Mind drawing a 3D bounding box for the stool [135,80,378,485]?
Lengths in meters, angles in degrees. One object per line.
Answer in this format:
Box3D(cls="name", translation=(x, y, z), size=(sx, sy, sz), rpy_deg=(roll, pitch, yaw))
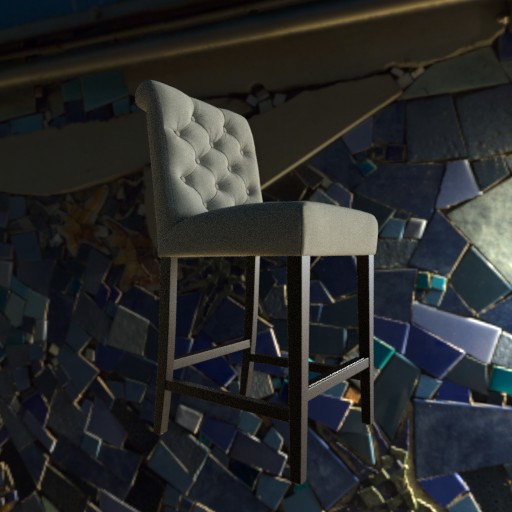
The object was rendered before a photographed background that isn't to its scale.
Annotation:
Box3D(cls="stool", translation=(0.000, 0.000, 1.348), size=(0.601, 1.040, 0.493), rpy_deg=(0, 1, 35))
